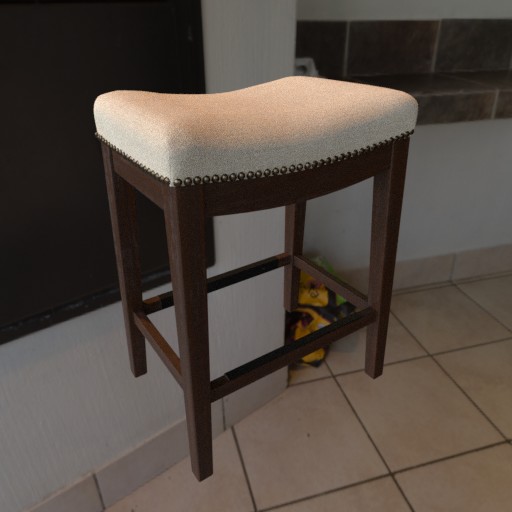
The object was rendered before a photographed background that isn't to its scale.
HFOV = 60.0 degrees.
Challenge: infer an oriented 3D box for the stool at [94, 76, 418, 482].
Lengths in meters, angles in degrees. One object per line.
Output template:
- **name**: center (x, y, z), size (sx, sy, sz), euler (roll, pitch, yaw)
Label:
- **stool**: center (0.000, 0.000, 0.938), size (0.509, 0.669, 0.363), euler (-18, 34, -29)
